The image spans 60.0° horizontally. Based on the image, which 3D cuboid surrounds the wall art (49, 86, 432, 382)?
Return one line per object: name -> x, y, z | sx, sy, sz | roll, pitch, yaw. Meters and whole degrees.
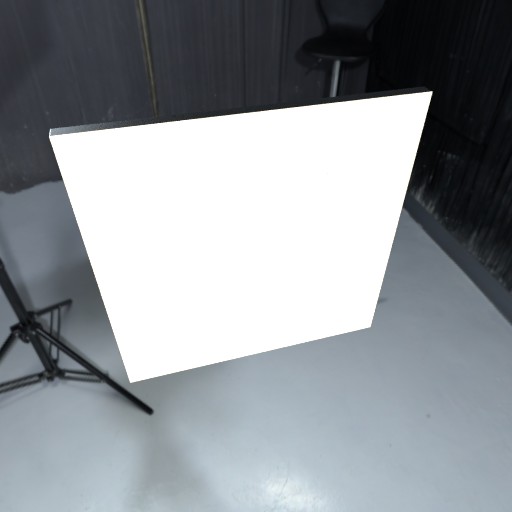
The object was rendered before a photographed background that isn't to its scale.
wall art -> 0.000, 0.000, 1.134 | 0.773, 0.775, 0.031 | -11, 42, -12
